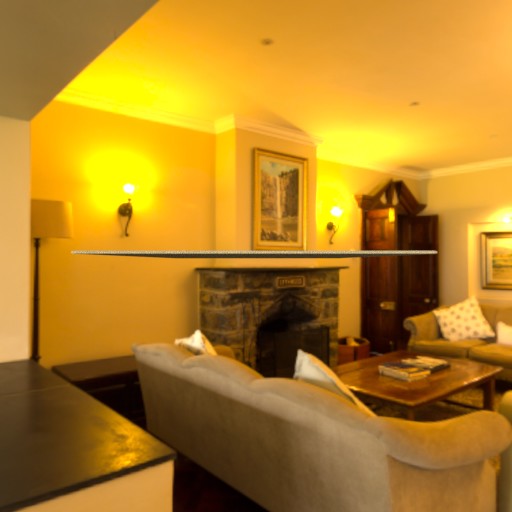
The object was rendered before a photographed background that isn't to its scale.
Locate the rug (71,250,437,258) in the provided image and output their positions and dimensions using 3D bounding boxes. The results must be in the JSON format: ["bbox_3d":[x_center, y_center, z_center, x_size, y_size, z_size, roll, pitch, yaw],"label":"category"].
[{"bbox_3d":[0.000,0.000,2.380,1.219,0.010,1.829,0,-1,0],"label":"rug"}]
